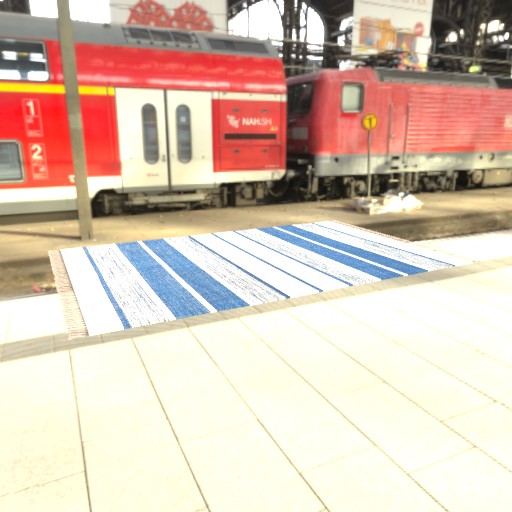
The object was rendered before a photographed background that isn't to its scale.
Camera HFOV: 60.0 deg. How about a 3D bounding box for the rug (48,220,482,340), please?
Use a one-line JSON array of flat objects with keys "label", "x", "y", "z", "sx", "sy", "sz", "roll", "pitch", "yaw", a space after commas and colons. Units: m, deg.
[{"label": "rug", "x": 0.000, "y": 0.000, "z": 2.934, "sx": 2.441, "sy": 0.010, "sz": 1.532, "roll": -8, "pitch": 17, "yaw": -26}]
